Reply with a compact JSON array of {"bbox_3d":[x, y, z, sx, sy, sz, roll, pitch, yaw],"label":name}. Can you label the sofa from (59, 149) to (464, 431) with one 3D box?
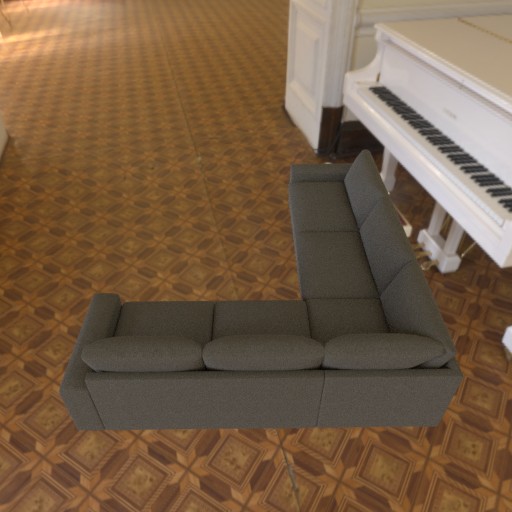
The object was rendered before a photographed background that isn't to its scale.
[{"bbox_3d":[0.000,0.000,4.524,2.895,0.965,3.277,0,41,-1],"label":"sofa"}]
